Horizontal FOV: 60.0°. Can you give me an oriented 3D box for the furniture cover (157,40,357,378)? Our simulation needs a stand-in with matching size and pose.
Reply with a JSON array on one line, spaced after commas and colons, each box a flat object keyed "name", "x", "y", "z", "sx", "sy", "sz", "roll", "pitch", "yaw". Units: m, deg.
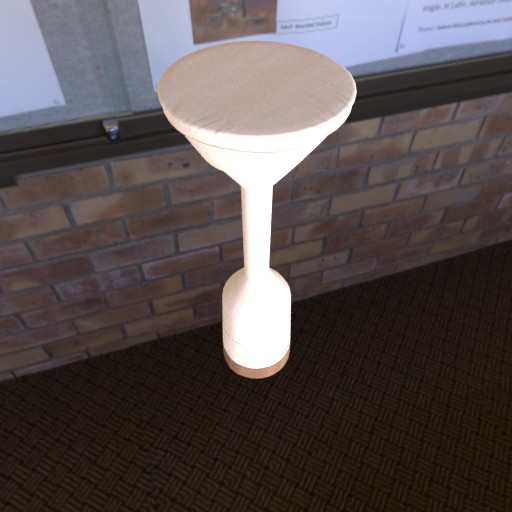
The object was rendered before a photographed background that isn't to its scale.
[{"name": "furniture cover", "x": 0.000, "y": 0.000, "z": 2.943, "sx": 0.914, "sy": 2.413, "sz": 0.914, "roll": 32, "pitch": 55, "yaw": 25}]
